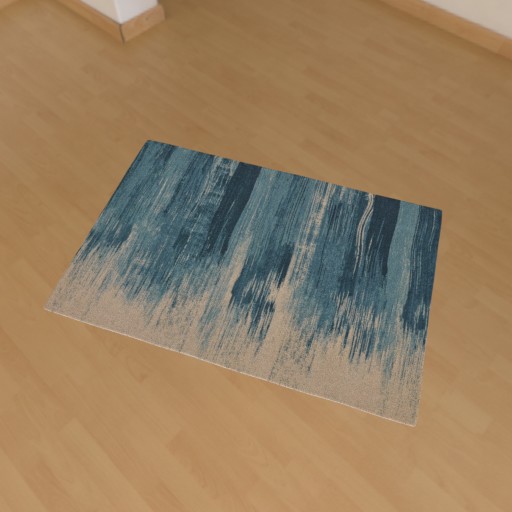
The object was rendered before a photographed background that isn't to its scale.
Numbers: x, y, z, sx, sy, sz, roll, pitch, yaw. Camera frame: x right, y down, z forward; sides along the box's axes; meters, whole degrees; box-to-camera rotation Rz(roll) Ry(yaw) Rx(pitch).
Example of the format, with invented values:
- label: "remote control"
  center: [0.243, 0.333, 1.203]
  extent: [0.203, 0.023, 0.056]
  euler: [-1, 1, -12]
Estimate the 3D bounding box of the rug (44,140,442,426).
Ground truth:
- label: "rug"
  center: [0.000, 0.000, 2.351]
  extent: [1.836, 0.009, 1.232]
  euler: [15, 60, 9]
